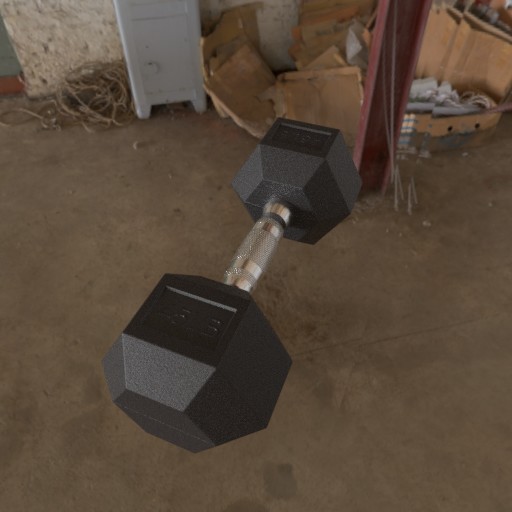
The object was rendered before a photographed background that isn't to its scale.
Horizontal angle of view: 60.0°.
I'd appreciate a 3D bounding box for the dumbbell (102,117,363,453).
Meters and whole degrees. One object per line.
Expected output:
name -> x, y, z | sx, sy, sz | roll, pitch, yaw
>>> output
dumbbell -> 0.000, 0.000, 0.432 | 0.141, 0.123, 0.356 | 16, 49, 15
